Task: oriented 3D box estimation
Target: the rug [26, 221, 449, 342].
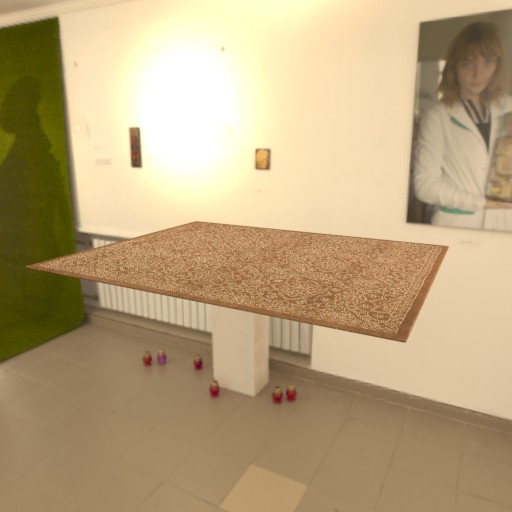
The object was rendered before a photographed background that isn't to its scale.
[{"bbox_3d":[0.000,0.000,4.040,3.050,0.015,2.441,8,16,27],"label":"rug"}]
